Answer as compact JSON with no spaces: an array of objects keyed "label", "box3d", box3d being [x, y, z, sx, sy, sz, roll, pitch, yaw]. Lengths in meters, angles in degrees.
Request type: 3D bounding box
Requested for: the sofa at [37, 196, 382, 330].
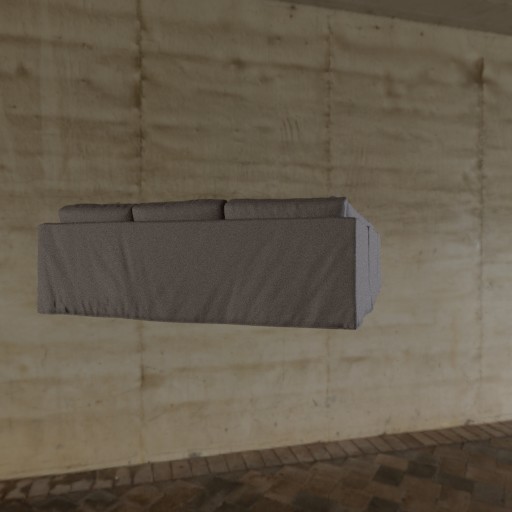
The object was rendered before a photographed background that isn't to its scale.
[{"label":"sofa","box3d":[0.000,0.000,4.681,2.476,0.878,3.528,0,1,18]}]
